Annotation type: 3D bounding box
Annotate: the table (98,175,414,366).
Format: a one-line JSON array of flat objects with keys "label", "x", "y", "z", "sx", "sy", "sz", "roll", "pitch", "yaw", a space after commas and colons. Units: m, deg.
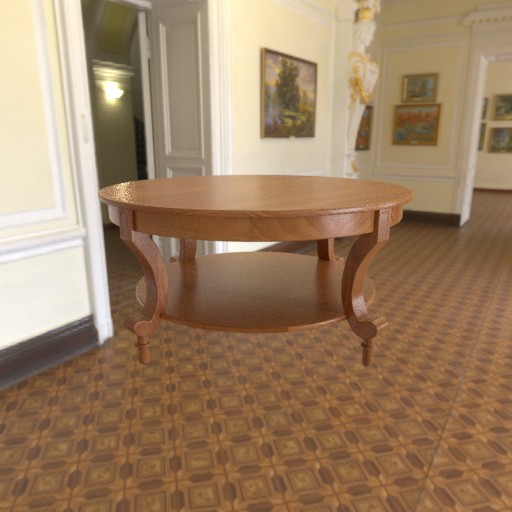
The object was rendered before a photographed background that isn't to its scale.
[{"label": "table", "x": 0.000, "y": 0.000, "z": 1.580, "sx": 1.029, "sy": 0.490, "sz": 1.029, "roll": 0, "pitch": 15, "yaw": 0}]
